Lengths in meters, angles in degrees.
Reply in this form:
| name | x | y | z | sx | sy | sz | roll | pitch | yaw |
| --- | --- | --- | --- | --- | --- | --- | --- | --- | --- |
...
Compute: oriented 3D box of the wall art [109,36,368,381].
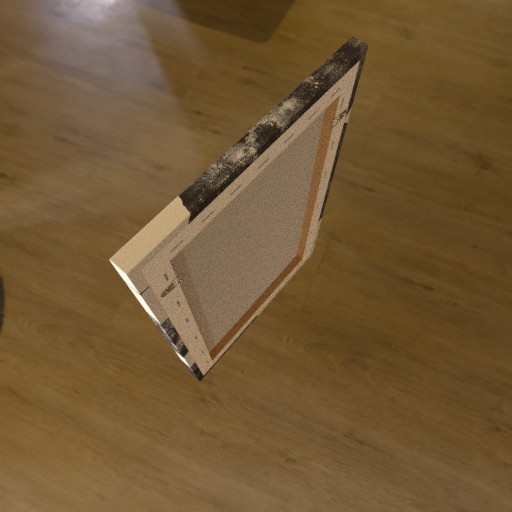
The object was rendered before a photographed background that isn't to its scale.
| name | x | y | z | sx | sy | sz | roll | pitch | yaw |
| --- | --- | --- | --- | --- | --- | --- | --- | --- | --- |
| wall art | 0.000 | 0.000 | 1.148 | 0.041 | 0.915 | 0.610 | 38 | 70 | 16 |
